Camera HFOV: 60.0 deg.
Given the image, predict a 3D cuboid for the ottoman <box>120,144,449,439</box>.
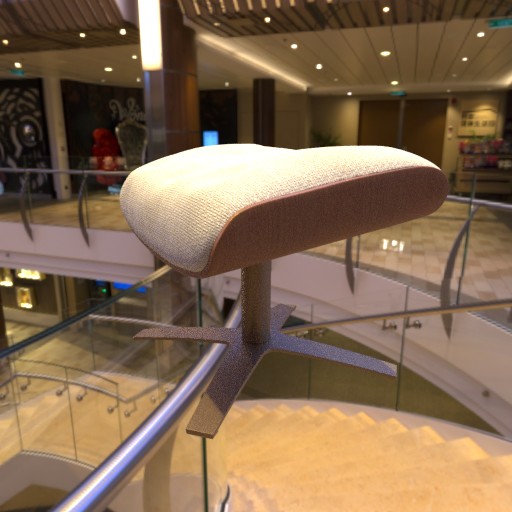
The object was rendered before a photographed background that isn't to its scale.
[{"bbox_3d":[0.000,0.000,0.804,0.394,0.391,0.520,-7,16,-26],"label":"ottoman"}]
